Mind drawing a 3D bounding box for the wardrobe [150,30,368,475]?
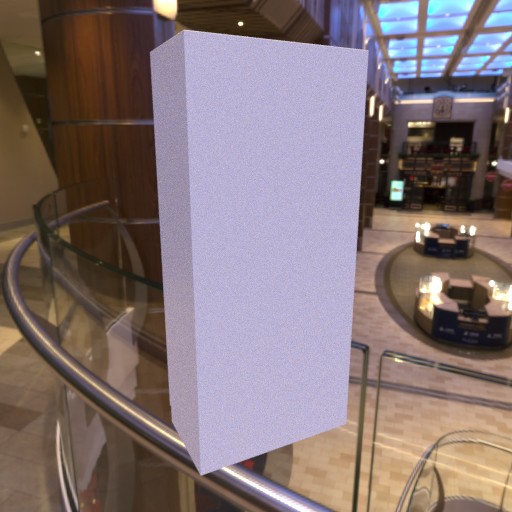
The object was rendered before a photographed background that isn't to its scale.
[{"bbox_3d":[0.000,0.000,2.005,0.760,1.700,0.470,-7,17,-26],"label":"wardrobe"}]
